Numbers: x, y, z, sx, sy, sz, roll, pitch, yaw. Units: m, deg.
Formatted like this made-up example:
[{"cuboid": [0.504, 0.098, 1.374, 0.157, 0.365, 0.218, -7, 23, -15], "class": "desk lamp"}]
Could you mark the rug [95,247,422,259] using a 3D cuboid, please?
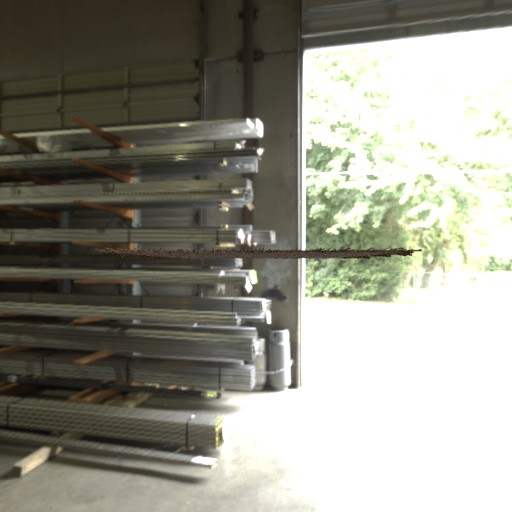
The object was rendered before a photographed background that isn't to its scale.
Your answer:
[{"cuboid": [0.000, 0.000, 3.206, 1.778, 0.048, 2.450, 0, -1, 0], "class": "rug"}]
